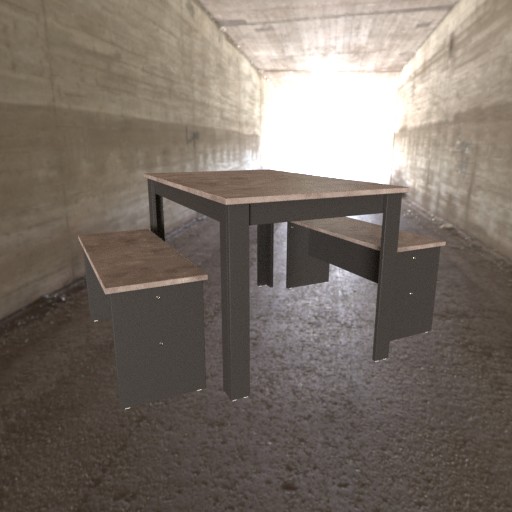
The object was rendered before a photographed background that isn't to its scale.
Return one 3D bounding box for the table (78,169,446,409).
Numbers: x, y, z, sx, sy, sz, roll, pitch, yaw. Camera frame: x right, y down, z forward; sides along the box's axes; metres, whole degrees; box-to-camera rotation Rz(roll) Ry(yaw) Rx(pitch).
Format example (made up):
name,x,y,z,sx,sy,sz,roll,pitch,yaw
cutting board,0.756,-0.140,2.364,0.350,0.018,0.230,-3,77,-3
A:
name,x,y,z,sx,sy,sz,roll,pitch,yaw
table,0.000,0.000,2.042,1.443,0.700,1.100,-7,16,-25
